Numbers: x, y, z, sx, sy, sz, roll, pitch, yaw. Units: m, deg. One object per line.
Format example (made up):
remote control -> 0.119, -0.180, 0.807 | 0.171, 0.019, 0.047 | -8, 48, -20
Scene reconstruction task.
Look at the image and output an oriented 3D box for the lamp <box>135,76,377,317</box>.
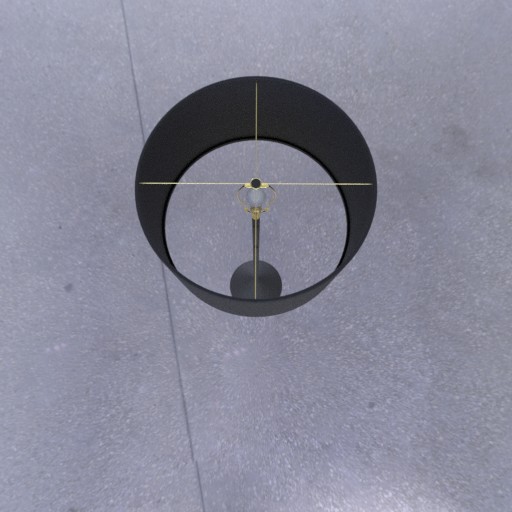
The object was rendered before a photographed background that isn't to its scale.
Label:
lamp -> 0.000, 0.000, 1.798 | 0.580, 1.526, 0.580 | 0, 77, 0
